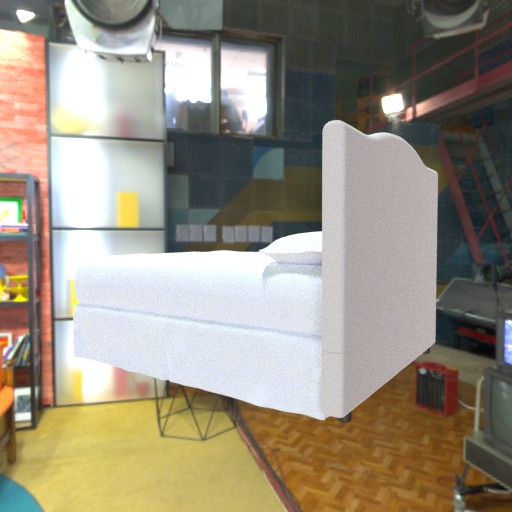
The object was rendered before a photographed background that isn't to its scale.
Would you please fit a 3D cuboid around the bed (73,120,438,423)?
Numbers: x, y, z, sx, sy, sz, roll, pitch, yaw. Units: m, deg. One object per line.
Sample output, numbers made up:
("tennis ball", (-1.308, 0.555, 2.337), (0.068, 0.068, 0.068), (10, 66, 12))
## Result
("bed", (0.000, 0.000, 3.237), (2.143, 1.460, 1.753), (1, 3, 35))
